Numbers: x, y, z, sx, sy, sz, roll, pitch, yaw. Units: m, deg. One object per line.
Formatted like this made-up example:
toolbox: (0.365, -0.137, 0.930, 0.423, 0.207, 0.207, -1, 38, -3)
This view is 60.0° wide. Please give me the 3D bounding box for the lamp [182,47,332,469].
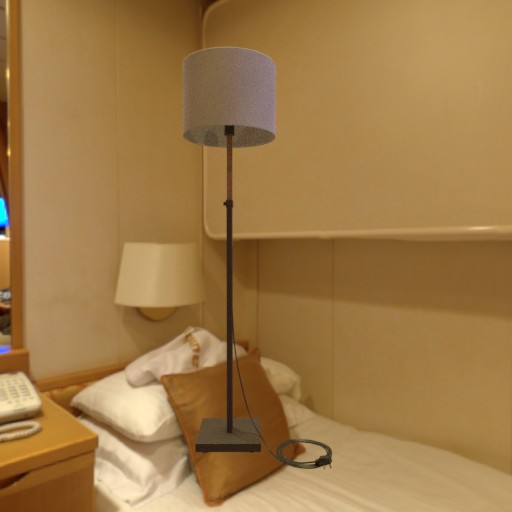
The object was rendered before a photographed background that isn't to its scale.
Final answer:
lamp: (0.000, 0.000, 1.927, 0.639, 1.650, 0.474, 0, 1, 0)
